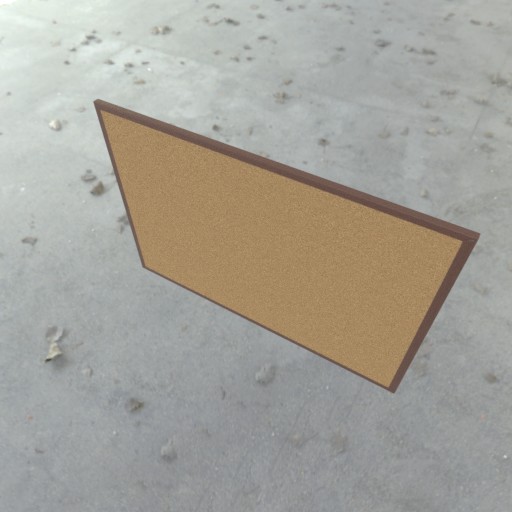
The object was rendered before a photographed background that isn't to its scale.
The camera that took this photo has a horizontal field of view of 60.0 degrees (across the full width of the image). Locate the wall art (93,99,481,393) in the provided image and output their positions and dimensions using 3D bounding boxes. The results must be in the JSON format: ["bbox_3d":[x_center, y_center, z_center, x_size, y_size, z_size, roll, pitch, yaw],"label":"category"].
[{"bbox_3d":[0.000,0.000,0.844,0.660,0.455,0.014,24,53,20],"label":"wall art"}]
